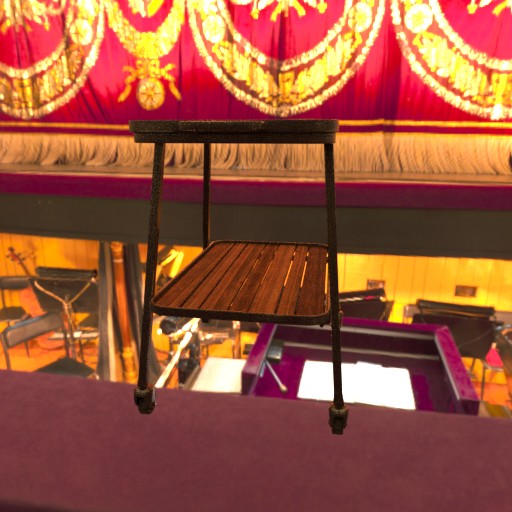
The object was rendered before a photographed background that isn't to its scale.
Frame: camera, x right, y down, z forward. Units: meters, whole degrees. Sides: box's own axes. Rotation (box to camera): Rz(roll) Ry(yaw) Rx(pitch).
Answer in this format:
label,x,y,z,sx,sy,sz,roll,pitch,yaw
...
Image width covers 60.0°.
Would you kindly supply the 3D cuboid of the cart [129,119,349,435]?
label,x,y,z,sx,sy,sz,roll,pitch,yaw
cart,0.000,0.000,1.220,0.515,0.700,0.806,3,16,9
